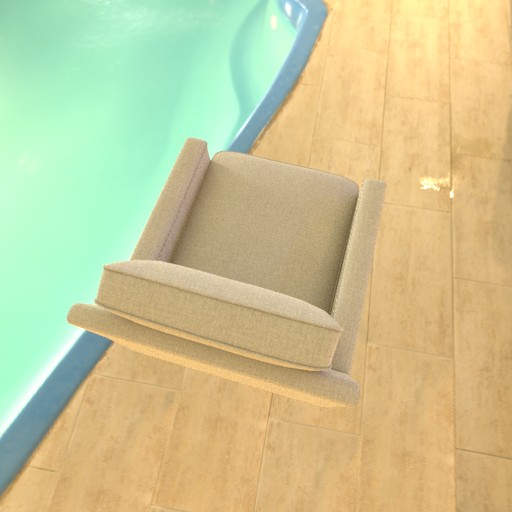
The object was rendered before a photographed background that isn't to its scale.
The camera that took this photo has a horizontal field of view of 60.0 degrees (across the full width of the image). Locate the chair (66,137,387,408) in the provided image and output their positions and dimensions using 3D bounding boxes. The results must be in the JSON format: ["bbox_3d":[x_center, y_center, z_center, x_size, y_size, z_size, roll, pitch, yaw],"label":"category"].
[{"bbox_3d":[0.000,0.000,1.717,0.853,0.943,1.014,15,65,7],"label":"chair"}]
